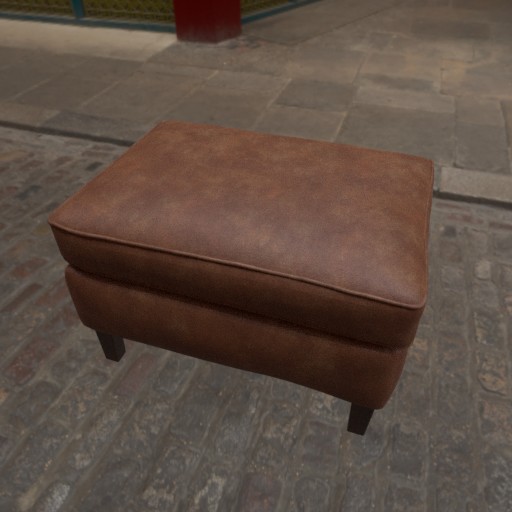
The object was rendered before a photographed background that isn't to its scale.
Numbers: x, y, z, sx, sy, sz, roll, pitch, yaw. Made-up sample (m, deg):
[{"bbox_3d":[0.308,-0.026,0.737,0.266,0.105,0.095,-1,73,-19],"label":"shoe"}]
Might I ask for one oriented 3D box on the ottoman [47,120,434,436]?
[{"bbox_3d":[0.000,0.000,0.970,0.665,0.418,0.501,12,42,14],"label":"ottoman"}]
